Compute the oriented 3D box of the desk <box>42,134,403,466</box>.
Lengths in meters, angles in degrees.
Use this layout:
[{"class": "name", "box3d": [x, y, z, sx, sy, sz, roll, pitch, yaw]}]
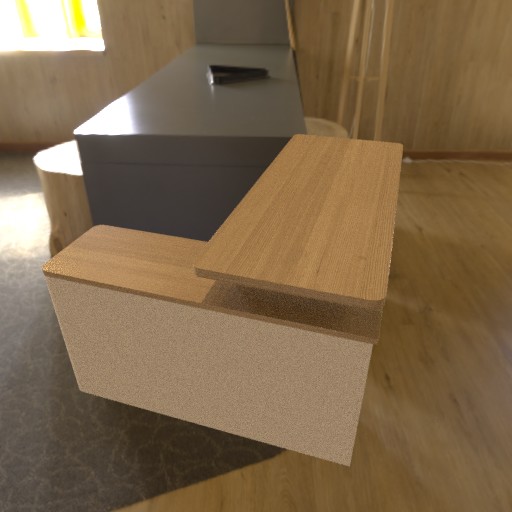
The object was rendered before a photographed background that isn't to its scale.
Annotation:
[{"class": "desk", "box3d": [0.000, 0.000, 2.108, 1.175, 0.770, 1.400, 10, 34, 15]}]
